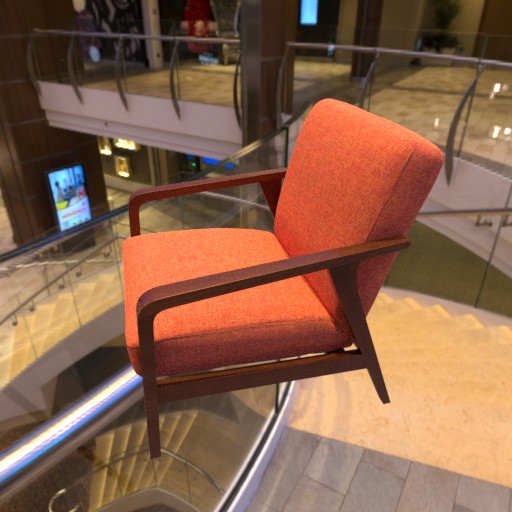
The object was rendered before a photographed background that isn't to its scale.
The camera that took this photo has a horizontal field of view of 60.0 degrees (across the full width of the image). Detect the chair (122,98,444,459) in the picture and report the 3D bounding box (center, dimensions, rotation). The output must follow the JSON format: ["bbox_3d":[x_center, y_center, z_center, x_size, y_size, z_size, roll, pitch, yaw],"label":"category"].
[{"bbox_3d":[0.000,0.000,1.460,0.860,0.890,0.719,-8,31,-14],"label":"chair"}]
